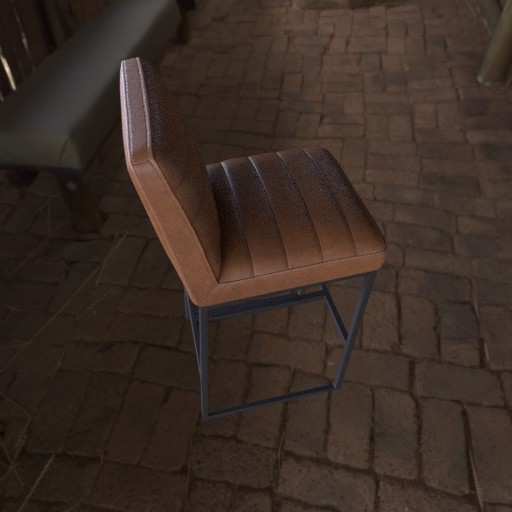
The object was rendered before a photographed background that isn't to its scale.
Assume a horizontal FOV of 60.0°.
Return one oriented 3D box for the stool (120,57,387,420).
[{"bbox_3d":[0.000,0.000,1.287,0.556,1.040,0.458,-10,48,-9],"label":"stool"}]
